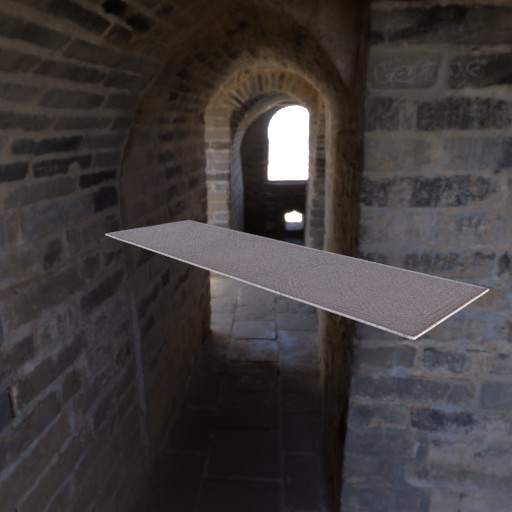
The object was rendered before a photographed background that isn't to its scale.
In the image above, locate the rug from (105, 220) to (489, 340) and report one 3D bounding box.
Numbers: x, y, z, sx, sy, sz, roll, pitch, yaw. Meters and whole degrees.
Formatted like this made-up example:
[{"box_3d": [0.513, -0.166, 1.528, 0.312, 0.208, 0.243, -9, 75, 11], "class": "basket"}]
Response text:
[{"box_3d": [0.000, 0.000, 2.735, 0.775, 0.012, 2.452, -15, 21, -42], "class": "rug"}]
